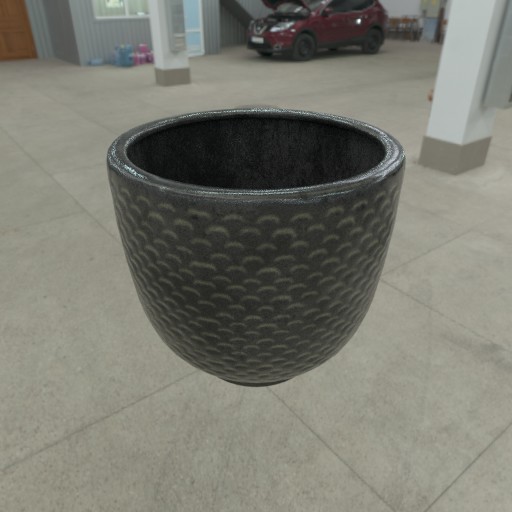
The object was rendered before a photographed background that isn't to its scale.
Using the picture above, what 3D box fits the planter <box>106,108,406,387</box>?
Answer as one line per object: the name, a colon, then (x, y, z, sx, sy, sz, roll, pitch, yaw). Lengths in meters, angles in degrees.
planter: (0.000, 0.000, 0.302, 0.172, 0.160, 0.172, 0, 31, 0)
